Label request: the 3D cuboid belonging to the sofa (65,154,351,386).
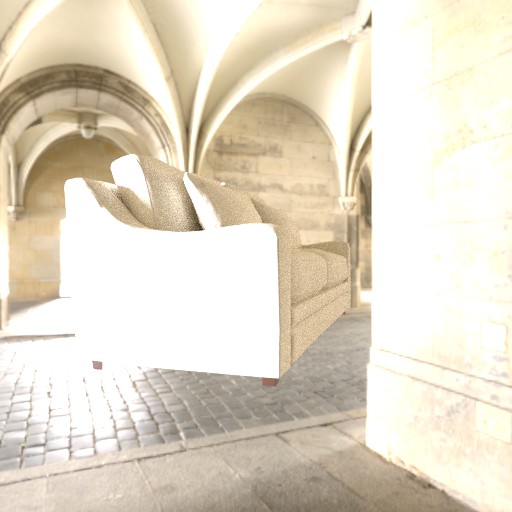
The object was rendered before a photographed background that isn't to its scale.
[{"bbox_3d":[0.000,0.000,2.969,1.009,1.022,2.470,0,0,18],"label":"sofa"}]
